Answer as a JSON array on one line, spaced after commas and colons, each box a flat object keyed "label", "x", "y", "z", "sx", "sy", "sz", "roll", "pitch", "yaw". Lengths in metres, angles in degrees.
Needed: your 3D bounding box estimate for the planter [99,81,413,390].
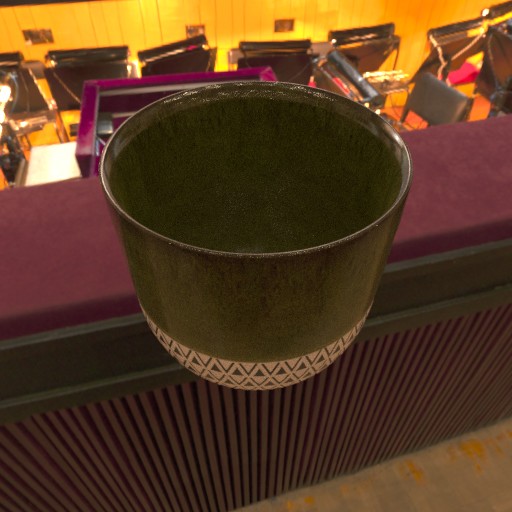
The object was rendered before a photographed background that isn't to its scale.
[{"label": "planter", "x": 0.000, "y": 0.000, "z": 0.481, "sx": 0.266, "sy": 0.270, "sz": 0.266, "roll": 0, "pitch": 46, "yaw": 0}]
